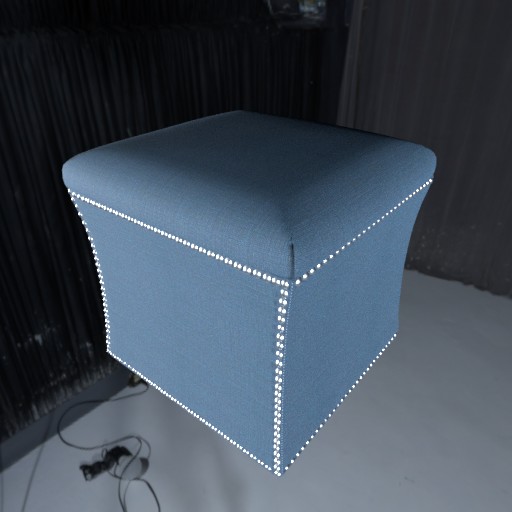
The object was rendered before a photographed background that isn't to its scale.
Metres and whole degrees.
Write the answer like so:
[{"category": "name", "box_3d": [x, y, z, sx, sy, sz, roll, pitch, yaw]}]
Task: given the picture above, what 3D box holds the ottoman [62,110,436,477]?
[{"category": "ottoman", "box_3d": [0.000, 0.000, 0.890, 0.507, 0.475, 0.497, 22, 37, 33]}]
